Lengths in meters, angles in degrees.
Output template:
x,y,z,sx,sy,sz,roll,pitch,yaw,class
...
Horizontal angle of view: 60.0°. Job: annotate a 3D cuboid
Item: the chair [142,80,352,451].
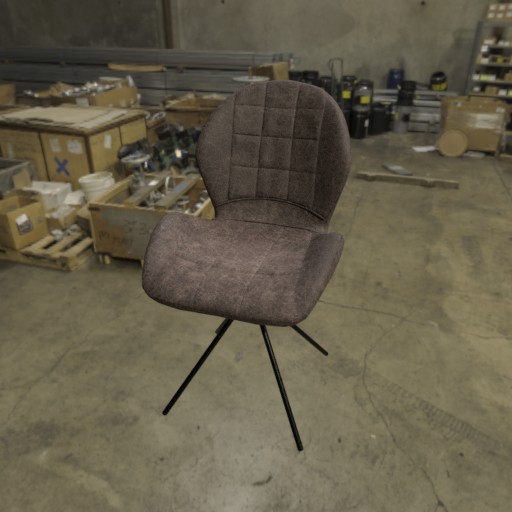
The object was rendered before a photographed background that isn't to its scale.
x,y,z,sx,sy,sz,roll,pitch,yaw,class
0.000,0.000,1.335,0.527,0.934,0.640,8,29,16,chair
